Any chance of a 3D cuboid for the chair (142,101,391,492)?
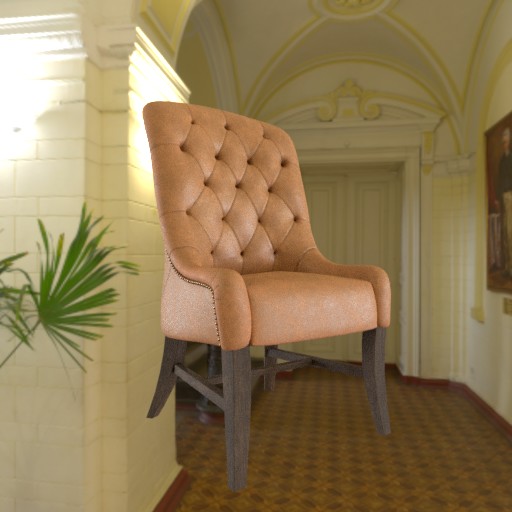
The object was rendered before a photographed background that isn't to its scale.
[{"bbox_3d":[0.000,0.000,1.443,0.634,1.091,0.629,0,0,-36],"label":"chair"}]
